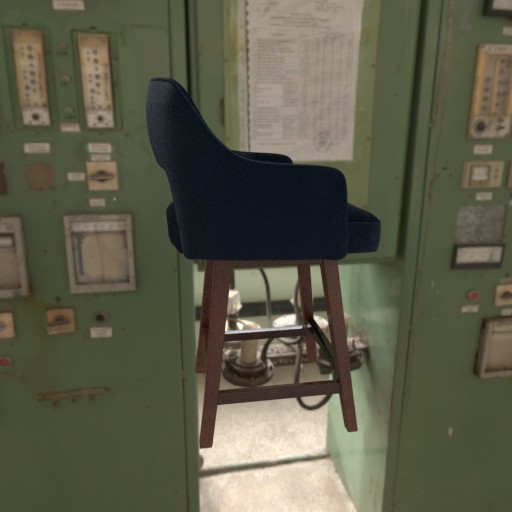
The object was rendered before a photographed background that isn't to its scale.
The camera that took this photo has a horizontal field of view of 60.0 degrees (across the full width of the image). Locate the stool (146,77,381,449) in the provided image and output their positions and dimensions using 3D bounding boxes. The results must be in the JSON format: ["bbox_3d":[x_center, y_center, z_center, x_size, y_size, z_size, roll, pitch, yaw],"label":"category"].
[{"bbox_3d":[0.000,0.000,1.281,0.560,0.940,0.550,-3,16,-9],"label":"stool"}]
